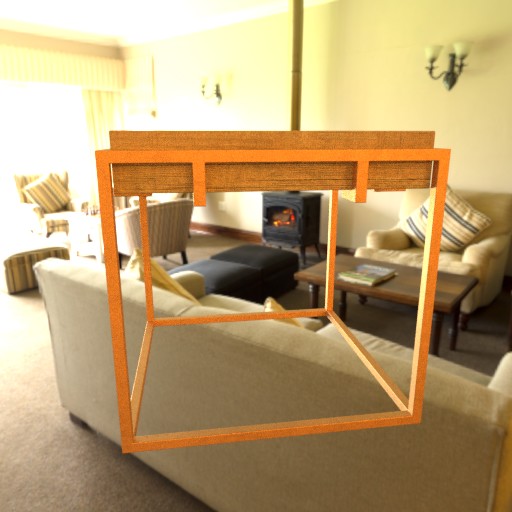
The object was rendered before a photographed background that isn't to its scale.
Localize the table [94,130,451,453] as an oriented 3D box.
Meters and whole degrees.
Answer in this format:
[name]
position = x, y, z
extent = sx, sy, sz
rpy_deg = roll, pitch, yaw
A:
[table]
position = 0.000, 0.000, 1.085
extent = 0.599, 0.584, 0.599
rpy_deg = -2, 15, -8
